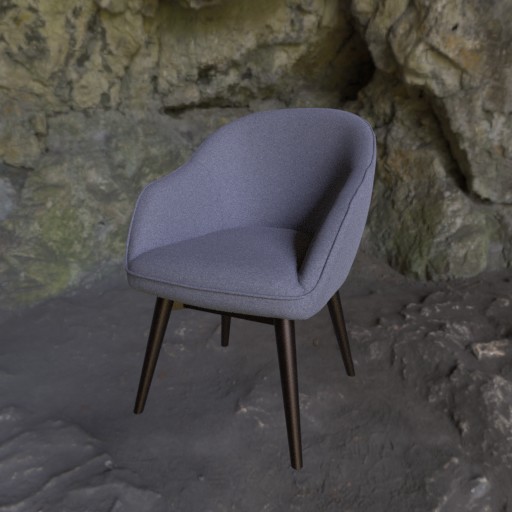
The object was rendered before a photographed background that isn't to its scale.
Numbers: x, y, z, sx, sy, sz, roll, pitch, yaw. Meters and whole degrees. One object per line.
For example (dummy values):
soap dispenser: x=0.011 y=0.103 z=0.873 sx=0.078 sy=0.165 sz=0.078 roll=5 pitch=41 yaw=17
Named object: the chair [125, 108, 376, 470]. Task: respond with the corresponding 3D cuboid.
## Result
chair: x=0.000 y=0.000 z=1.218 sx=0.589 sy=0.810 sz=0.611 roll=7 pitch=16 yaw=26
